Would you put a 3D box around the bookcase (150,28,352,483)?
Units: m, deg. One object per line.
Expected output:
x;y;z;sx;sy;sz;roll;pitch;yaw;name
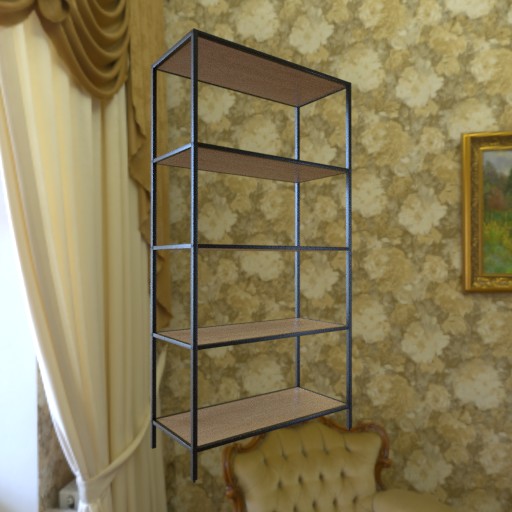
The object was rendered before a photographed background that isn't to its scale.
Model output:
0.000;0.000;1.826;0.770;1.500;0.350;0;-1;-36;bookcase
